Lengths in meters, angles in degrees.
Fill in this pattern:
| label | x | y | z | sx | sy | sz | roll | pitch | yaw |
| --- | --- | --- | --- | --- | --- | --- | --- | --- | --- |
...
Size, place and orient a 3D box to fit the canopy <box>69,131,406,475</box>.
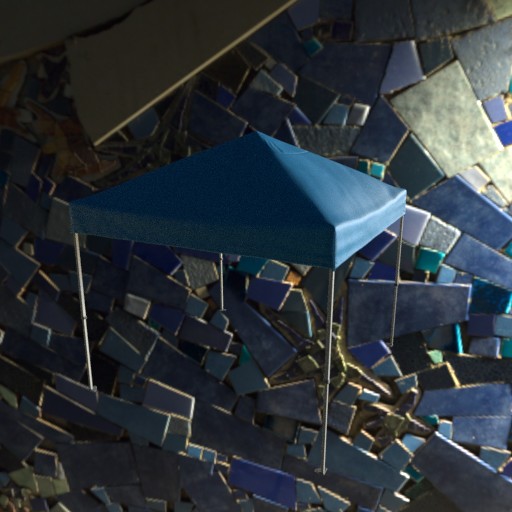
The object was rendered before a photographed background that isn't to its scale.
| label | x | y | z | sx | sy | sz | roll | pitch | yaw |
| --- | --- | --- | --- | --- | --- | --- | --- | --- | --- |
| canopy | 0.000 | 0.000 | 5.514 | 2.998 | 2.997 | 2.996 | 8 | 17 | 27 |
